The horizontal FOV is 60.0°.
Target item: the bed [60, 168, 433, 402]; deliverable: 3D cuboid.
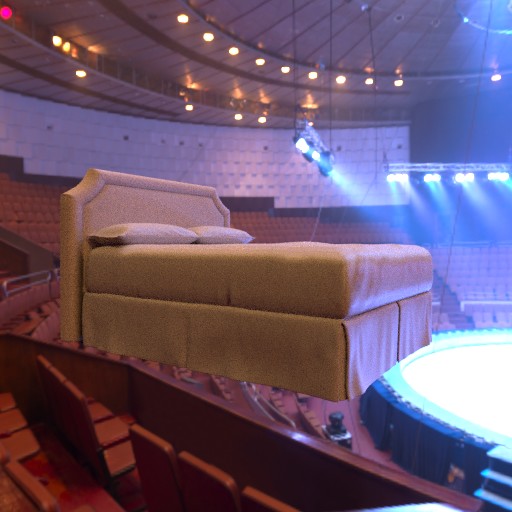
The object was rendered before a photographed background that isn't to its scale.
[{"bbox_3d":[0.000,0.000,3.272,2.164,1.297,1.828,1,2,35],"label":"bed"}]
